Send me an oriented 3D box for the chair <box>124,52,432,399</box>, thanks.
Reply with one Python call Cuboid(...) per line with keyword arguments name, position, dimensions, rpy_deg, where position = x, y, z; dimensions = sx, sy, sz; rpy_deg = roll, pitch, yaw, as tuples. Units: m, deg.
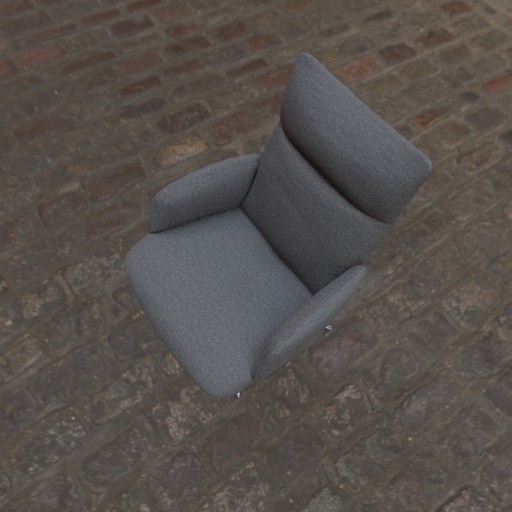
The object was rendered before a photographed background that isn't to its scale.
Cuboid(name="chair", position=(0.000, 0.000, 1.531), dimensions=(0.831, 0.984, 0.702), rpy_deg=(-33, 67, -16))
